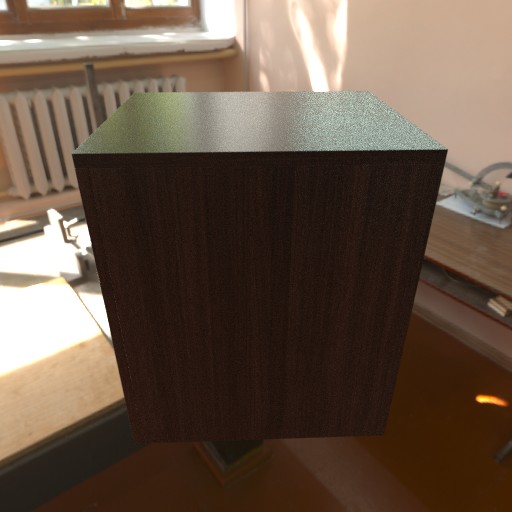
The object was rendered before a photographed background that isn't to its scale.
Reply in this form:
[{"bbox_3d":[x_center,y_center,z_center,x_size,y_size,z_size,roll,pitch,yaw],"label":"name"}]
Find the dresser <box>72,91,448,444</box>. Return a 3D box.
[{"bbox_3d":[0.000,0.000,0.744,0.400,0.470,0.360,-1,31,-2],"label":"dresser"}]
